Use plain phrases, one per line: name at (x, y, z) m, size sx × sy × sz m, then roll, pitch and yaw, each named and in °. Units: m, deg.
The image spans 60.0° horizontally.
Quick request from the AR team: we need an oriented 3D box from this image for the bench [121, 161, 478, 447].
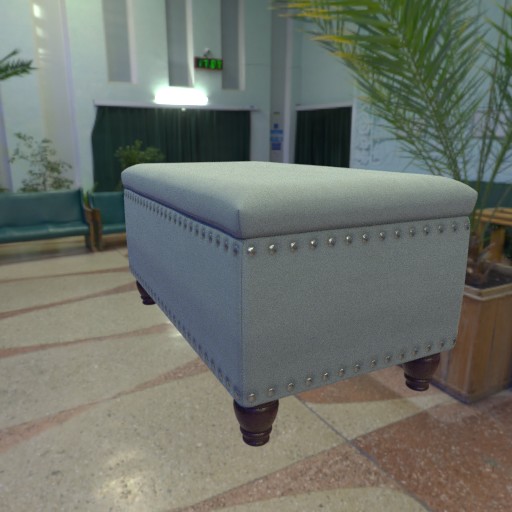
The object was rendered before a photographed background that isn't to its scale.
bench at (0.000, 0.000, 1.154) m, size 0.500 × 0.449 × 0.887 m, roll -7°, pitch 16°, yaw -26°
